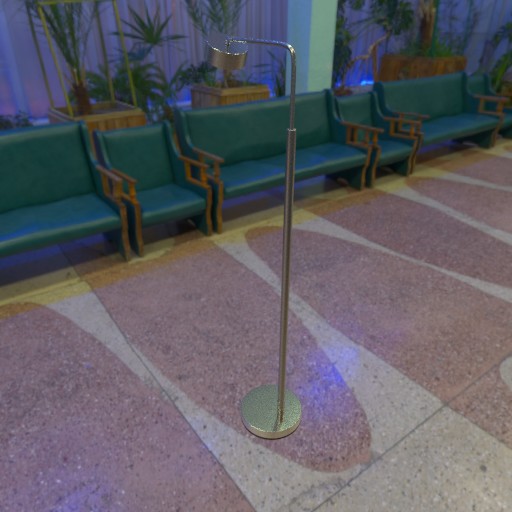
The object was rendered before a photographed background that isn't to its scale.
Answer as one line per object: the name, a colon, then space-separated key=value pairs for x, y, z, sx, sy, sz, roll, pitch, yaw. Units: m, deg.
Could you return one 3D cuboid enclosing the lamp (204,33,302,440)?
lamp: x=0.000 y=0.000 z=1.407 sx=0.222 sy=1.250 sz=0.421 roll=-18 pitch=34 yaw=-29
